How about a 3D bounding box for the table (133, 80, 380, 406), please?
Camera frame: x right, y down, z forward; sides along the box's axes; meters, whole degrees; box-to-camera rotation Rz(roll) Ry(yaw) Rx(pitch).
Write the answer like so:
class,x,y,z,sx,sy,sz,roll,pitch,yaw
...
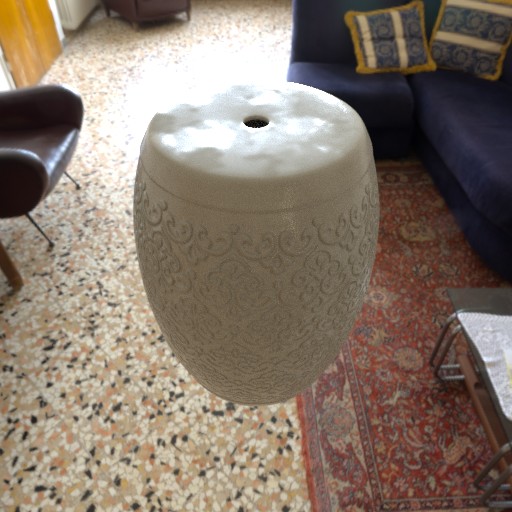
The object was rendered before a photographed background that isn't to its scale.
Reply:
class,x,y,z,sx,sy,sz,roll,pitch,yaw
table,0.000,0.000,0.608,0.309,0.397,0.309,0,43,0
